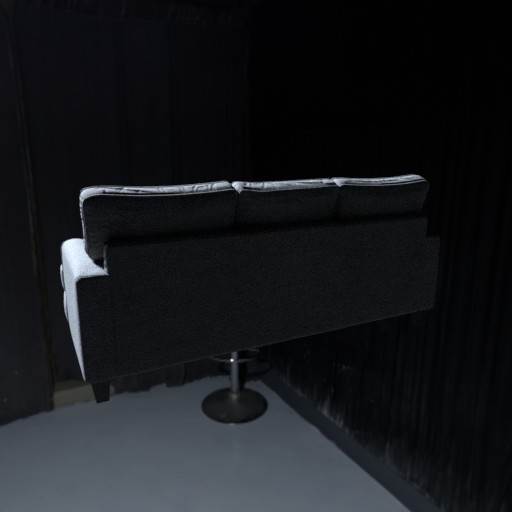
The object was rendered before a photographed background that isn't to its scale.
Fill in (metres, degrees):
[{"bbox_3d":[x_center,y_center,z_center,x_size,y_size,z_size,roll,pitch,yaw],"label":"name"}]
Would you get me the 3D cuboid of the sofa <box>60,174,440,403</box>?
[{"bbox_3d":[0.000,0.000,2.708,2.158,0.965,0.951,-7,15,-26],"label":"sofa"}]
